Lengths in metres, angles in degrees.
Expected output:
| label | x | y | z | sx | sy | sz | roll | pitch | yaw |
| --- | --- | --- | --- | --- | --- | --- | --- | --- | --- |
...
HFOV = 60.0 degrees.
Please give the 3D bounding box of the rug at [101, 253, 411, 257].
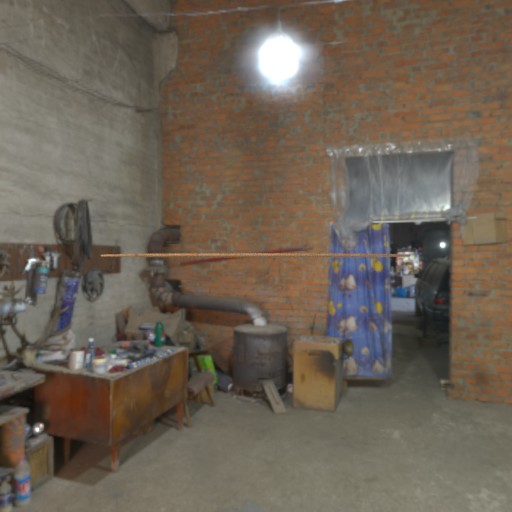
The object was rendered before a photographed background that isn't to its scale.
| label | x | y | z | sx | sy | sz | roll | pitch | yaw |
| --- | --- | --- | --- | --- | --- | --- | --- | --- | --- |
| rug | 0.000 | 0.000 | 3.706 | 2.444 | 0.015 | 2.444 | 0 | 0 | 0 |
